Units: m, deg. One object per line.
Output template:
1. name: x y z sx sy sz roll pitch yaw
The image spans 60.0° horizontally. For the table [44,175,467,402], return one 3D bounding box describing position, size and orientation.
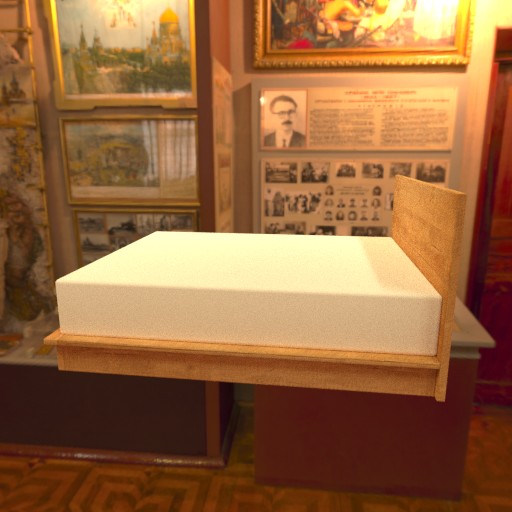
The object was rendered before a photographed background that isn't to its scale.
1. table: 0.000 0.000 3.071 2.149 1.041 1.707 2 13 8
